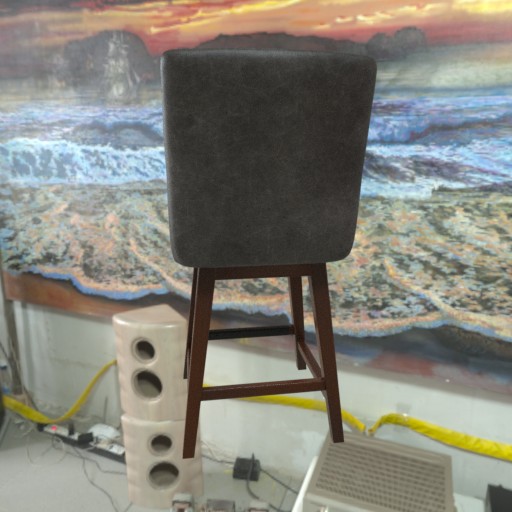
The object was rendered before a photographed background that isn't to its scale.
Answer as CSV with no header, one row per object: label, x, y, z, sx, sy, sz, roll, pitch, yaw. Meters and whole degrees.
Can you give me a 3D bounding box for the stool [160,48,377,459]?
stool,0.000,0.000,1.326,0.492,1.046,0.587,-2,15,-8
